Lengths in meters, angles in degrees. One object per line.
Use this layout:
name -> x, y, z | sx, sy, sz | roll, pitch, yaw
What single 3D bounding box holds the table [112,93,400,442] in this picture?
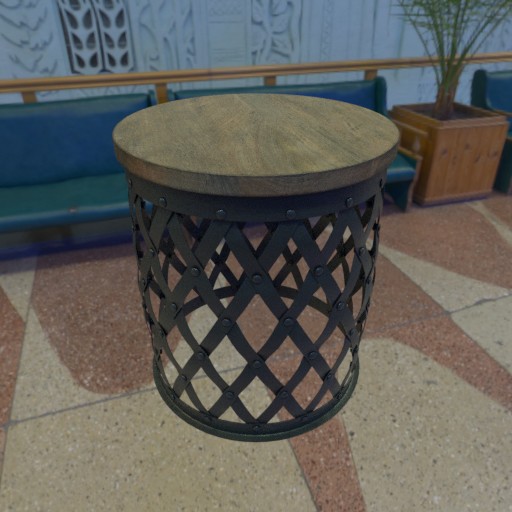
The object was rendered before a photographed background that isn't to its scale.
table -> 0.000, 0.000, 0.765 | 0.405, 0.454, 0.405 | 0, 32, 0
